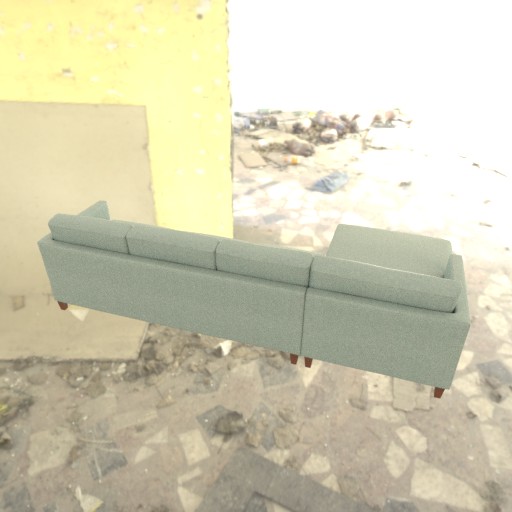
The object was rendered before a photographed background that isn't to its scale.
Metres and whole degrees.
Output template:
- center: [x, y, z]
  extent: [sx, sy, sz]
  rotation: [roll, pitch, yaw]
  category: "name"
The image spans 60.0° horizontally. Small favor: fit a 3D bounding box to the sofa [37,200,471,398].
- center: [0.000, 0.000, 4.091]
  extent: [3.470, 0.953, 1.600]
  rotation: [10, 33, 15]
  category: "sofa"
